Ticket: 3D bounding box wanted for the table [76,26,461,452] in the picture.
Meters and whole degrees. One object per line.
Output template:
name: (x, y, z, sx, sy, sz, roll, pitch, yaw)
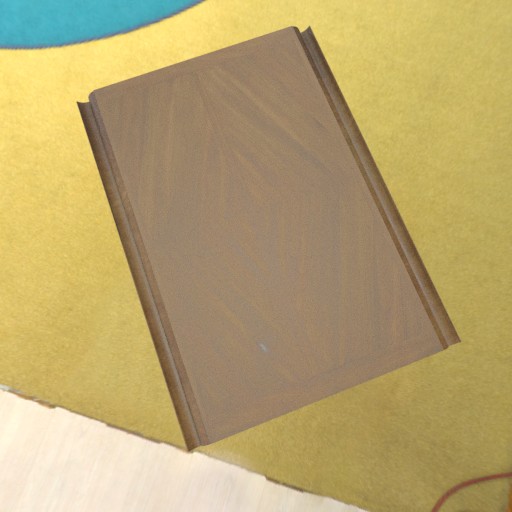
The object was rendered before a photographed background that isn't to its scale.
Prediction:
table: (0.000, 0.000, 1.609, 0.701, 0.981, 0.967, -20, 77, -5)
